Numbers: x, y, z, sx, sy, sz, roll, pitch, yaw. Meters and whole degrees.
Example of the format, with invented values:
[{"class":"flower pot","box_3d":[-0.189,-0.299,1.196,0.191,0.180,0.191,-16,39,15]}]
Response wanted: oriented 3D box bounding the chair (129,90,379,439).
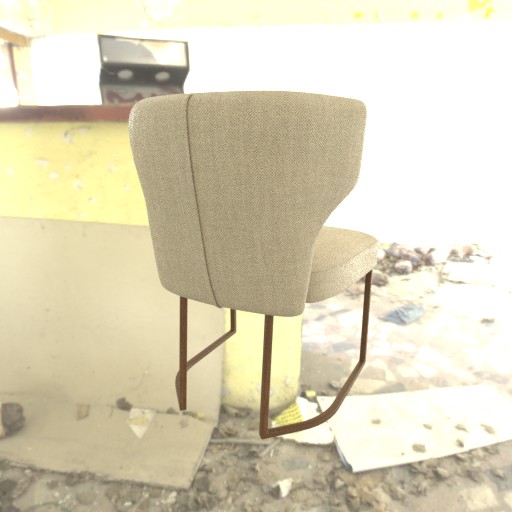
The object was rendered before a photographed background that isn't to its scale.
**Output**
[{"class":"chair","box_3d":[0.000,0.000,1.235,0.611,0.824,0.617,8,18,27]}]
